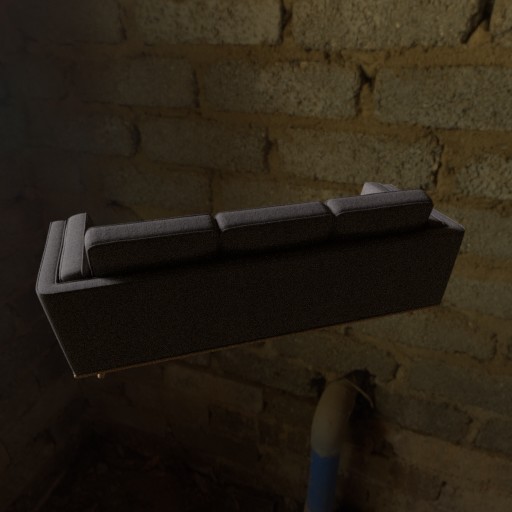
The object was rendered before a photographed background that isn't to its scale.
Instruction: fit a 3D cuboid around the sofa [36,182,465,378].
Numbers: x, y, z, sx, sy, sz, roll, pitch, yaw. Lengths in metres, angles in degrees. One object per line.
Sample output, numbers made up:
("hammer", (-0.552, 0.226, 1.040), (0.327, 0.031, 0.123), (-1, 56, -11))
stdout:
("sofa", (0.000, 0.000, 2.761), (2.362, 0.899, 0.903), (-8, 29, -15))
